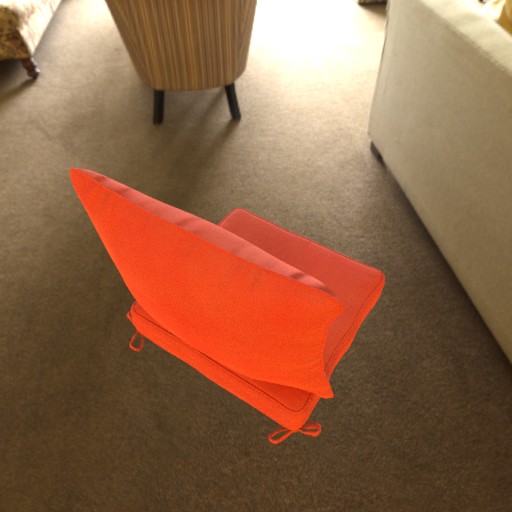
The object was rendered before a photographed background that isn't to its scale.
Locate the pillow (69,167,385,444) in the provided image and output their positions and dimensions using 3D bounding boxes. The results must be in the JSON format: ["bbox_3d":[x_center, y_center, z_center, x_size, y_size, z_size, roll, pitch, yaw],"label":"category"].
[{"bbox_3d":[0.000,0.000,1.392,0.798,0.725,0.733,26,53,22],"label":"pillow"}]
